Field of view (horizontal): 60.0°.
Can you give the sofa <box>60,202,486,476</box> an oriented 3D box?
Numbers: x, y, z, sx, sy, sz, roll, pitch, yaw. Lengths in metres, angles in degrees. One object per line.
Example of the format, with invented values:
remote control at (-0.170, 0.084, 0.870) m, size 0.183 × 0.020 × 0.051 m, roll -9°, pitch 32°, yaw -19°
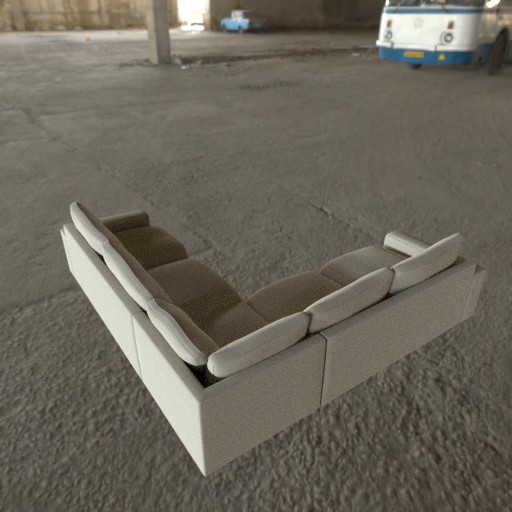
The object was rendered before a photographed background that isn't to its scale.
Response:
sofa at (0.000, 0.000, 4.588) m, size 3.066 × 0.918 × 3.206 m, roll -19°, pitch 34°, yaw -30°
